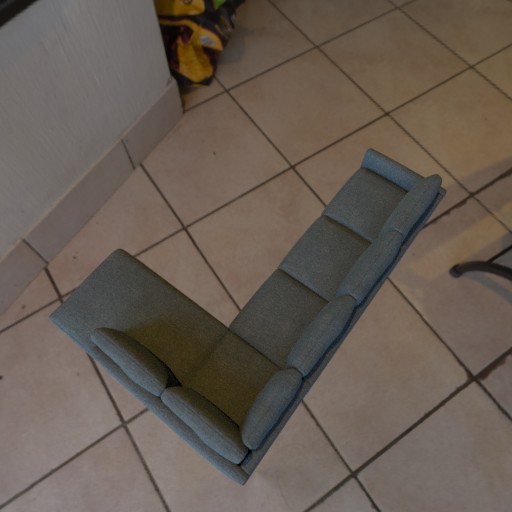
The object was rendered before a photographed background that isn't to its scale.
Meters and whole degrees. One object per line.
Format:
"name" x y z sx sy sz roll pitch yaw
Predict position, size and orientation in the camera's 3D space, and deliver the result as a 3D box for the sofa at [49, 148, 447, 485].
"sofa" 0.000 0.000 3.804 2.007 0.815 2.949 35 69 15
